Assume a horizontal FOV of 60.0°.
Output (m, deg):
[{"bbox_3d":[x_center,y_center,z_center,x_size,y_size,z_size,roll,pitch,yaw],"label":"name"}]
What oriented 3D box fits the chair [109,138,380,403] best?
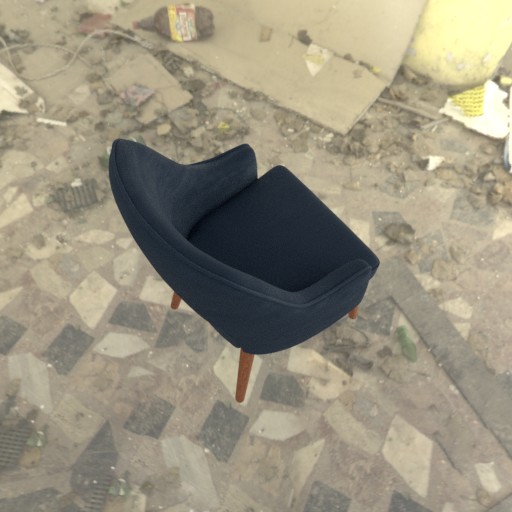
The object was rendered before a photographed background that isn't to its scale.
[{"bbox_3d":[0.000,0.000,1.261,0.591,0.844,0.559,-32,64,-18],"label":"chair"}]
